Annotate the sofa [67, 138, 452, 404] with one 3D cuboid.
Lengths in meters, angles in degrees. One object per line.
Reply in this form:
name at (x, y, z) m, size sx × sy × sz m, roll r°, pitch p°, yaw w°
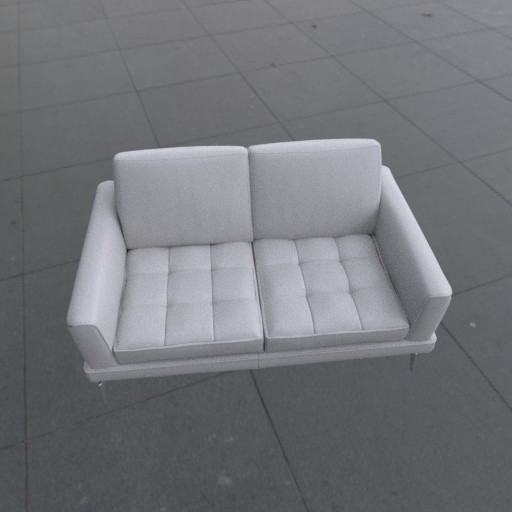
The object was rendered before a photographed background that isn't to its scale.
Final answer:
sofa at (0.000, 0.000, 2.458) m, size 1.819 × 0.930 × 1.121 m, roll -4°, pitch 46°, yaw -4°
